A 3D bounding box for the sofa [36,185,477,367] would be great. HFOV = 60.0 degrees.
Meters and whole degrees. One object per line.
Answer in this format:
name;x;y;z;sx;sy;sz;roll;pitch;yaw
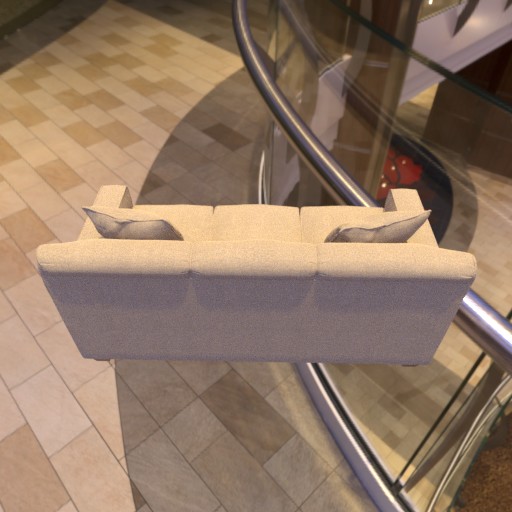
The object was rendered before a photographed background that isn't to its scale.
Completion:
sofa;0.000;0.000;2.618;2.024;0.958;0.997;1;45;1
